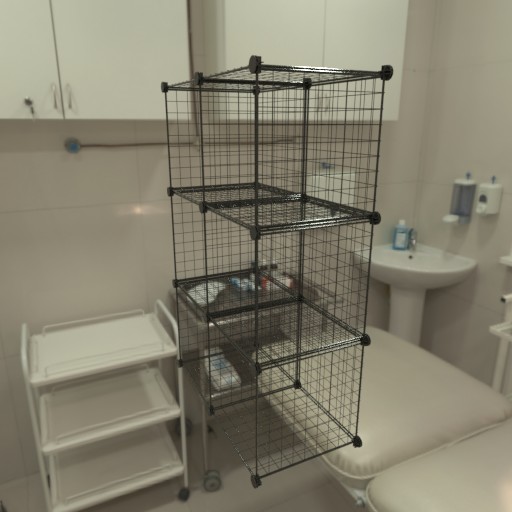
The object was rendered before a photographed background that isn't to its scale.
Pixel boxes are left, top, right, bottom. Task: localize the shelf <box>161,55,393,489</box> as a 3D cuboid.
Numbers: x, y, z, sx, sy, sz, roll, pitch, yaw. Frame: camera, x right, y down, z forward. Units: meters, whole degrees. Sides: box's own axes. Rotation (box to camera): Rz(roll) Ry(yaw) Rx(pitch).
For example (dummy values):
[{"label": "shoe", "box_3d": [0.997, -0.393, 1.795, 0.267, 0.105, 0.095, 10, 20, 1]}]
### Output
[{"label": "shelf", "box_3d": [0.000, 0.000, 1.403, 0.356, 1.067, 0.711, -8, 19, -25]}]
